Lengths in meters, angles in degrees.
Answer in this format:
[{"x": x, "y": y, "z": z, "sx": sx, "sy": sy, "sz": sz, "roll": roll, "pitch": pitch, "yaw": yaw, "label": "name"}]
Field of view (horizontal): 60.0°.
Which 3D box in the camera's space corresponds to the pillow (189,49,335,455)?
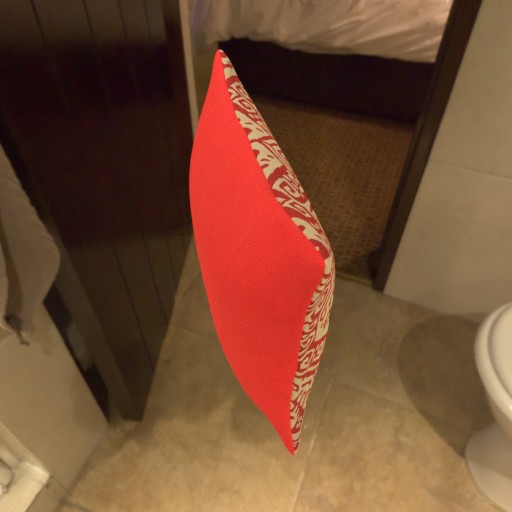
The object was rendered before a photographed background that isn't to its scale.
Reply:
[{"x": 0.000, "y": 0.000, "z": 0.776, "sx": 0.192, "sy": 0.507, "sz": 0.522, "roll": -11, "pitch": 48, "yaw": -10, "label": "pillow"}]
